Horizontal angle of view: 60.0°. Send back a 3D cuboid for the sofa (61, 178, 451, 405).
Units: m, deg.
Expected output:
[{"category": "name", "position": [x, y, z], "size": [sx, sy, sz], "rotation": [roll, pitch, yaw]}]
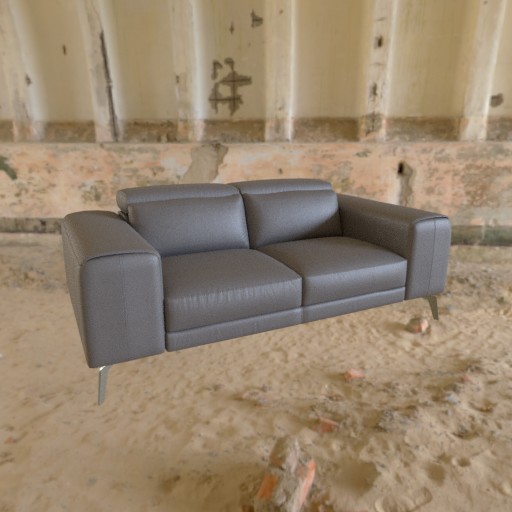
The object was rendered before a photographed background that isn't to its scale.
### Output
[{"category": "sofa", "position": [0.000, 0.000, 2.481], "size": [1.930, 0.753, 1.024], "rotation": [-8, 18, -25]}]
